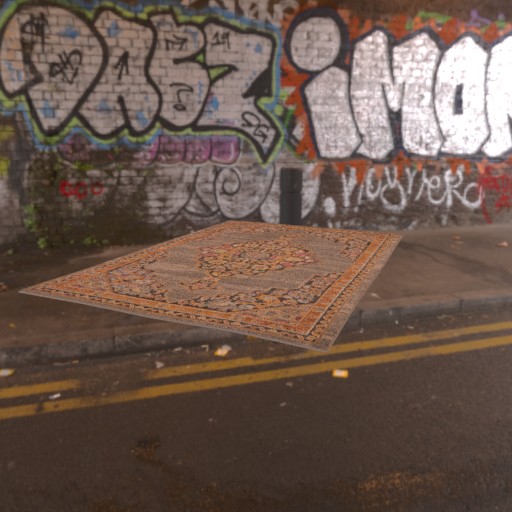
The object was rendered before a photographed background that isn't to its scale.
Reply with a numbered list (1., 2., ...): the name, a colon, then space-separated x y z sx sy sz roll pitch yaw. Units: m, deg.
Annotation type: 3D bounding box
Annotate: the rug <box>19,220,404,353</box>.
1. rug: 0.000 0.000 3.715 2.043 0.026 2.901 7 16 24
